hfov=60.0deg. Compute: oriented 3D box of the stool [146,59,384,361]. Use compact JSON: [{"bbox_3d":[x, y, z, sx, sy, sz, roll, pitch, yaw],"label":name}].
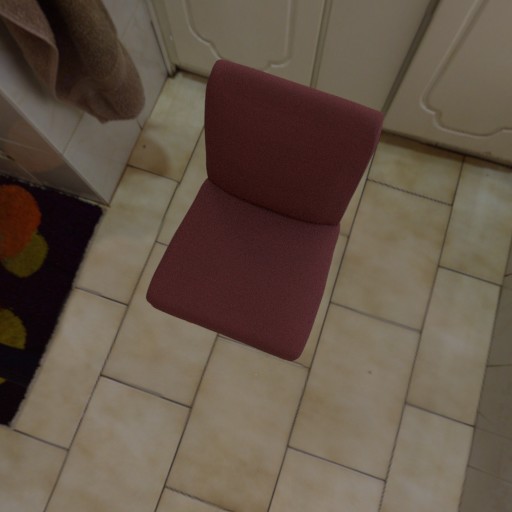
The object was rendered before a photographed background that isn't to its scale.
[{"bbox_3d":[0.000,0.000,1.434,0.468,1.093,0.562,21,76,5],"label":"stool"}]
